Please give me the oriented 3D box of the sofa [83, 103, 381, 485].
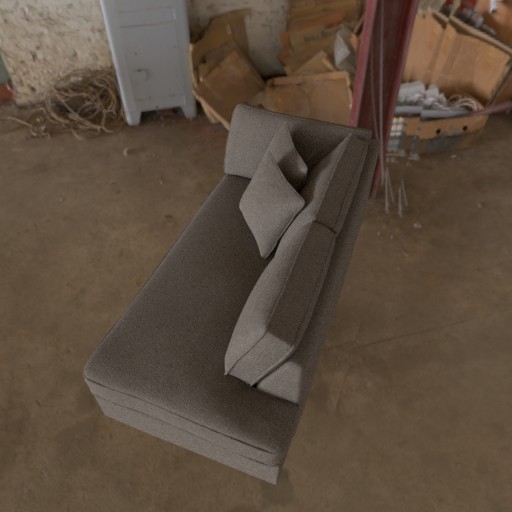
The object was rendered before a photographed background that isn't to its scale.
[{"bbox_3d":[0.000,0.000,2.802,1.110,1.033,2.237,15,48,14],"label":"sofa"}]
